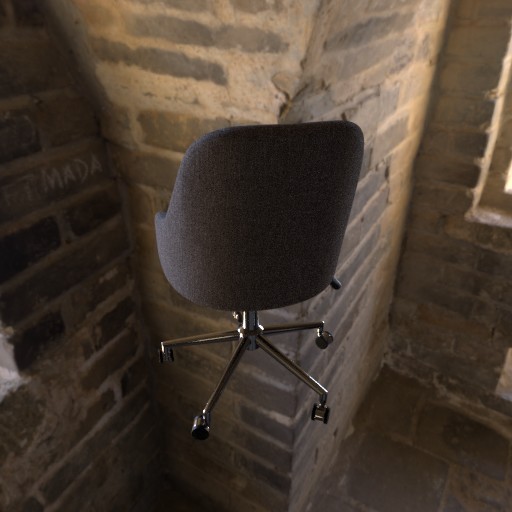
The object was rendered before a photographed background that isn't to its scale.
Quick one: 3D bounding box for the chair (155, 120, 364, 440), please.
[{"bbox_3d":[0.000,0.000,1.420,0.671,0.950,0.712,-8,28,-15],"label":"chair"}]
